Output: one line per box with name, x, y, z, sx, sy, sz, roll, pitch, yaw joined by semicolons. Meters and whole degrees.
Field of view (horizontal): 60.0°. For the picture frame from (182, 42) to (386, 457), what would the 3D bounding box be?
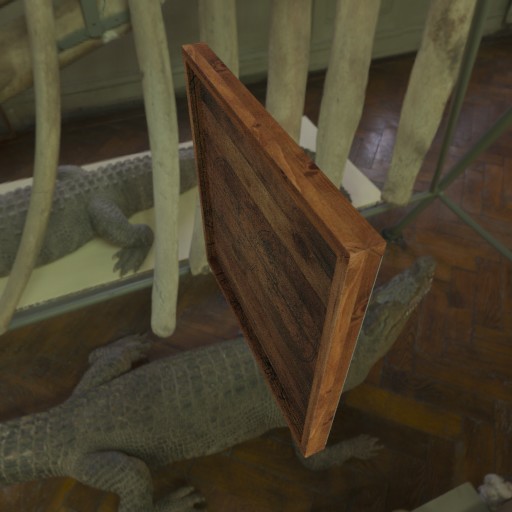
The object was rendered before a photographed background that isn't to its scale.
picture frame;0.000;0.000;0.517;0.028;0.356;0.352;-18;49;-16
